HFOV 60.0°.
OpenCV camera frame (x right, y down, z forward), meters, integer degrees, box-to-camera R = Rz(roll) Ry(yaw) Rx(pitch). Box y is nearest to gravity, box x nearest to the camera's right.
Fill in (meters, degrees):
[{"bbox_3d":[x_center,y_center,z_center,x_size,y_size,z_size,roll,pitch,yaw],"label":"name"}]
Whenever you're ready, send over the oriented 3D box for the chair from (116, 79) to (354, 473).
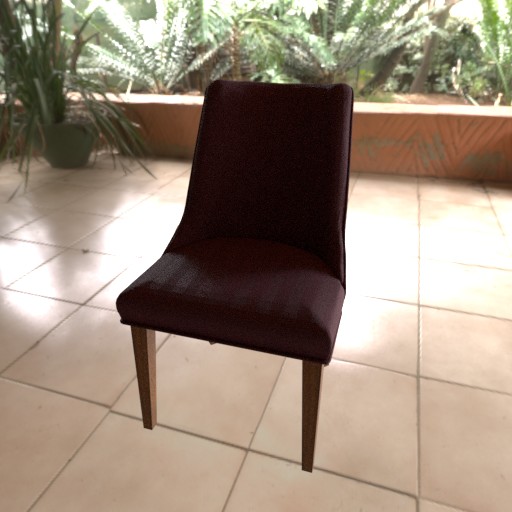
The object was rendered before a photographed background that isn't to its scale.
[{"bbox_3d":[0.000,0.000,1.296,0.548,0.916,0.638,8,28,15],"label":"chair"}]
